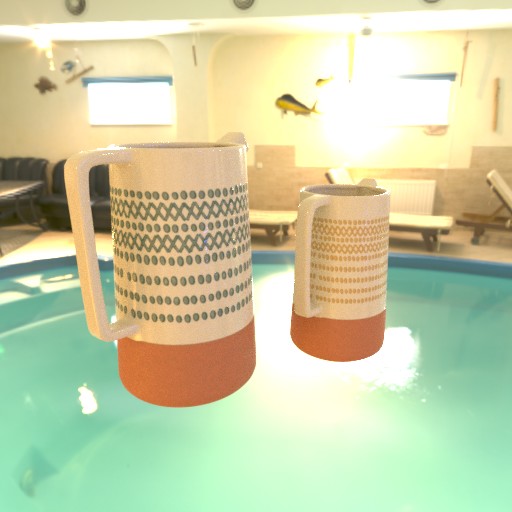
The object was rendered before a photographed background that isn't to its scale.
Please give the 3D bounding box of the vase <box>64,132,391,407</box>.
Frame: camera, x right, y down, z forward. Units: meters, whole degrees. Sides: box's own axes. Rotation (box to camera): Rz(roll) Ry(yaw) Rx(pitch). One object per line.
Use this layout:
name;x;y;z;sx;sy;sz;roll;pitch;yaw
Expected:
vase;0.000;0.000;0.462;0.326;0.247;0.168;-3;17;-10
